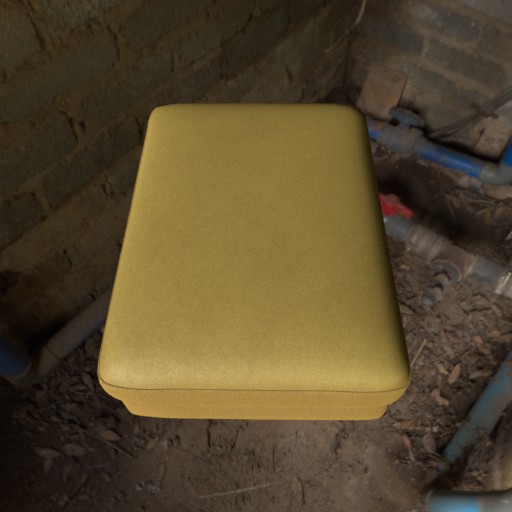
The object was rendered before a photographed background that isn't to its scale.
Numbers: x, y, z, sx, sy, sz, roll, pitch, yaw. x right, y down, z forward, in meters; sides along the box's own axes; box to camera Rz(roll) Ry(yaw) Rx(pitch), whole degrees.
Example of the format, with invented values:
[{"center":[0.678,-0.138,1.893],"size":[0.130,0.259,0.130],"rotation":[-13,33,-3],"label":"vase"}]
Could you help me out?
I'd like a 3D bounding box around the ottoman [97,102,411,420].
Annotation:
[{"center":[0.000,0.000,1.152],"size":[0.608,0.449,0.811],"rotation":[1,58,0],"label":"ottoman"}]
